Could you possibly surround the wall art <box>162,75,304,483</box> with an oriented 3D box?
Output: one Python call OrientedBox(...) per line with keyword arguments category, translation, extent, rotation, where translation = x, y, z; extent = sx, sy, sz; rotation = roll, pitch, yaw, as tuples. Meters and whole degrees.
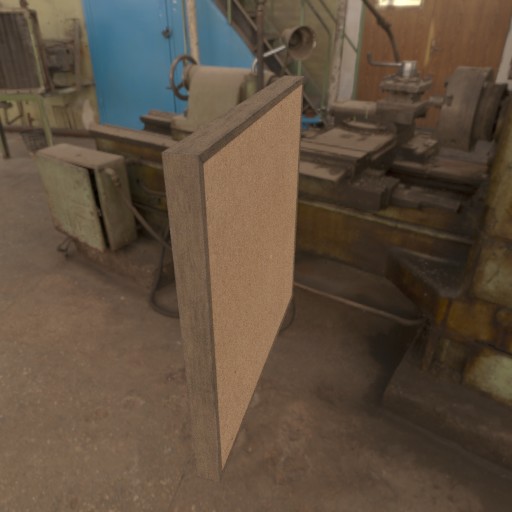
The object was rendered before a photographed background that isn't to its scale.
OrientedBox(category="wall art", translation=(0.000, 0.000, 0.760), extent=(0.038, 0.508, 0.508), rotation=(9, 31, 14))
